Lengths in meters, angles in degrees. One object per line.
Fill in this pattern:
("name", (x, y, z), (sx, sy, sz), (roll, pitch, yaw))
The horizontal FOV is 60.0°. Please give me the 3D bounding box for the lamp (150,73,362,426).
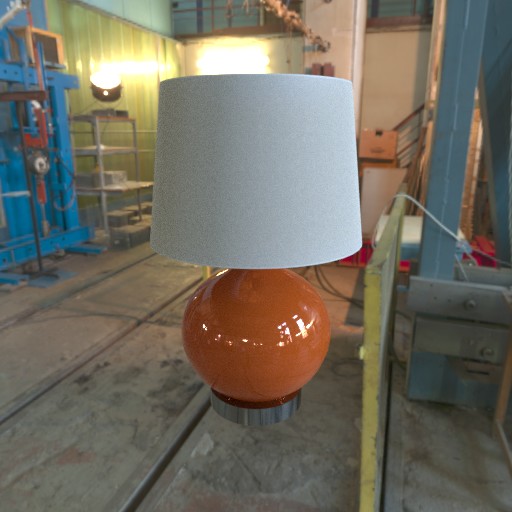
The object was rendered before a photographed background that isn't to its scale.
("lamp", (0.000, 0.000, 0.534), (0.247, 0.387, 0.247), (0, 16, 0))
